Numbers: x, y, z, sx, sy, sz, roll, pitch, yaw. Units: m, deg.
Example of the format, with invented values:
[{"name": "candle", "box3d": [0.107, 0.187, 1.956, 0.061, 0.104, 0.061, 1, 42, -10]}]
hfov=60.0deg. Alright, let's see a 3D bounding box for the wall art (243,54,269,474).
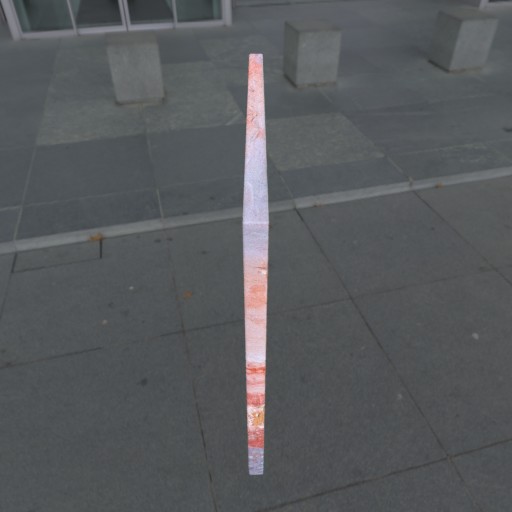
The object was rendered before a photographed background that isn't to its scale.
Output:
[{"name": "wall art", "box3d": [0.000, 0.000, 1.108, 0.035, 0.747, 0.747, 0, 40, 0]}]
